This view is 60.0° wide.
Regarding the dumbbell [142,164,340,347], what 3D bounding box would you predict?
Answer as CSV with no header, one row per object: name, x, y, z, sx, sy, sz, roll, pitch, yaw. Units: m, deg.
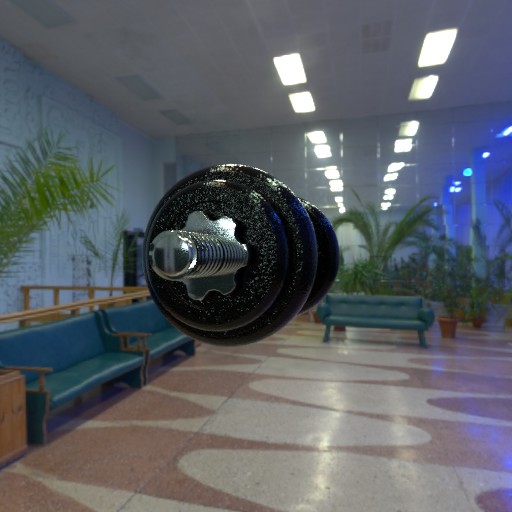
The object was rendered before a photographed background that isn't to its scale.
dumbbell,0.000,0.000,0.603,0.202,0.202,0.497,0,0,16
